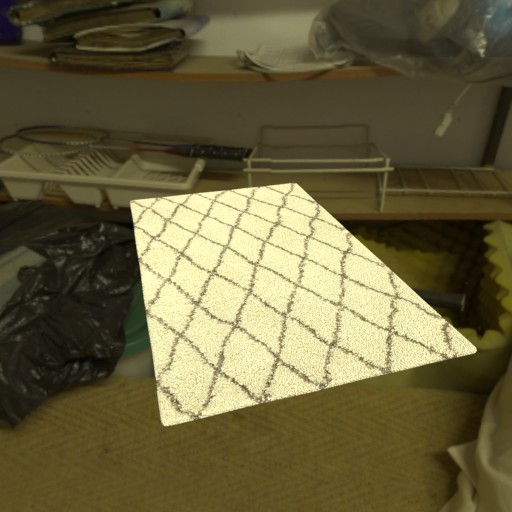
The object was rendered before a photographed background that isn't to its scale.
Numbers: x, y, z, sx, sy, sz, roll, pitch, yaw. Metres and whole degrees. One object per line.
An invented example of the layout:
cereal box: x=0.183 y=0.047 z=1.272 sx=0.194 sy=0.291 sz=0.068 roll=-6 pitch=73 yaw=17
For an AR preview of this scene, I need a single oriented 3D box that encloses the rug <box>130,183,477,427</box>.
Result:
rug: x=0.000 y=0.000 z=2.979 sx=1.524 sy=0.030 sz=2.438 roll=-8 pitch=31 yaw=-15
